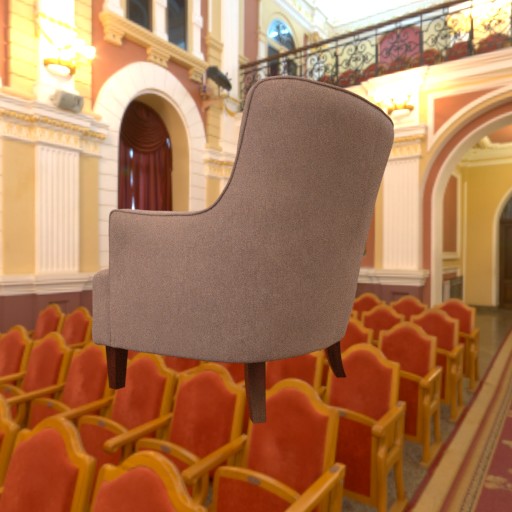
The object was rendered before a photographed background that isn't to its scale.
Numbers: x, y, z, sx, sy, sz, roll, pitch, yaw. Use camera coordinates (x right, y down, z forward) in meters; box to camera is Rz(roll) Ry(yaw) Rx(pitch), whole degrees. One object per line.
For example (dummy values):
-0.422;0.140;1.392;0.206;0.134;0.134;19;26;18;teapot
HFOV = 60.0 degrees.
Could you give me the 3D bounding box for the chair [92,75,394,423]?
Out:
0.000;0.000;1.580;0.910;0.919;0.781;0;0;35;chair
